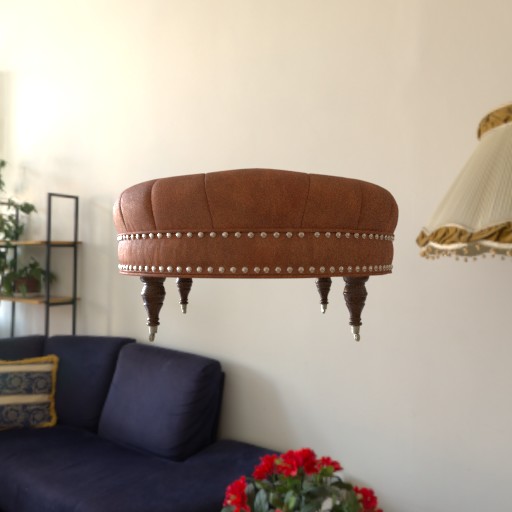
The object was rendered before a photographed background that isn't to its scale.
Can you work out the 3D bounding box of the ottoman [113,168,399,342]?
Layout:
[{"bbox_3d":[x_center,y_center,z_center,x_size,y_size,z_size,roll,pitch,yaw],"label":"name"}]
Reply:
[{"bbox_3d":[0.000,0.000,1.434,0.901,0.444,0.901,0,0,0],"label":"ottoman"}]
